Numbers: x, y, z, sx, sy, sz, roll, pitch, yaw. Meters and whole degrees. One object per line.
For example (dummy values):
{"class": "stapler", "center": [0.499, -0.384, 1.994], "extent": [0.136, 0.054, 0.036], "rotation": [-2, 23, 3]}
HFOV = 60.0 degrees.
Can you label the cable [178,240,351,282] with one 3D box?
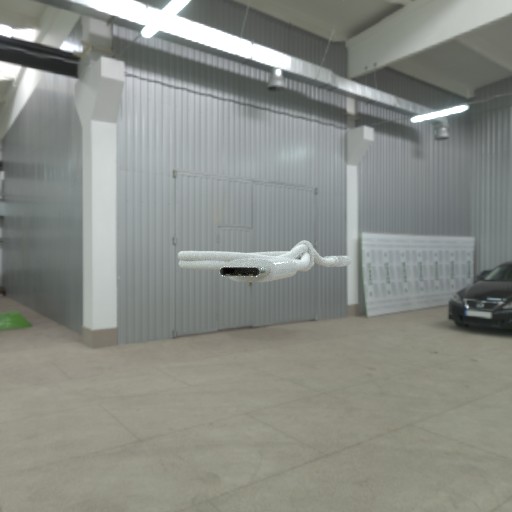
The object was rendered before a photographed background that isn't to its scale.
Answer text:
{"class": "cable", "center": [0.000, 0.000, 0.209], "extent": [0.070, 0.014, 0.186], "rotation": [0, 0, 18]}
